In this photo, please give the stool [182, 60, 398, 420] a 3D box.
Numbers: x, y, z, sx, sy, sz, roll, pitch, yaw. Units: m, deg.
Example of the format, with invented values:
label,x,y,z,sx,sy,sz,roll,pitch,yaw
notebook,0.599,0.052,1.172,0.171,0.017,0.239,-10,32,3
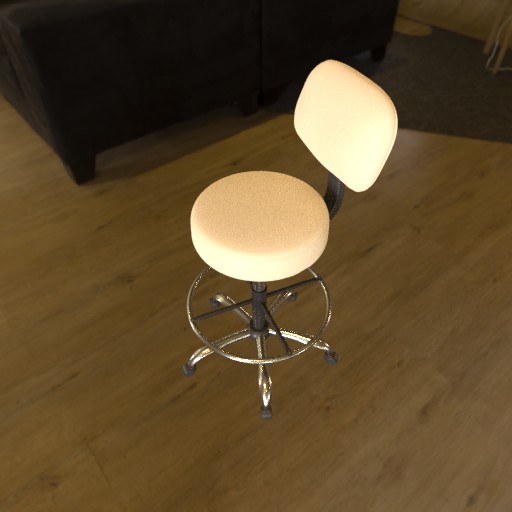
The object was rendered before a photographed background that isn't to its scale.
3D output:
label,x,y,z,sx,sy,sz,roll,pitch,yaw
stool,0.000,0.000,1.435,0.616,1.080,0.609,-17,48,-16
